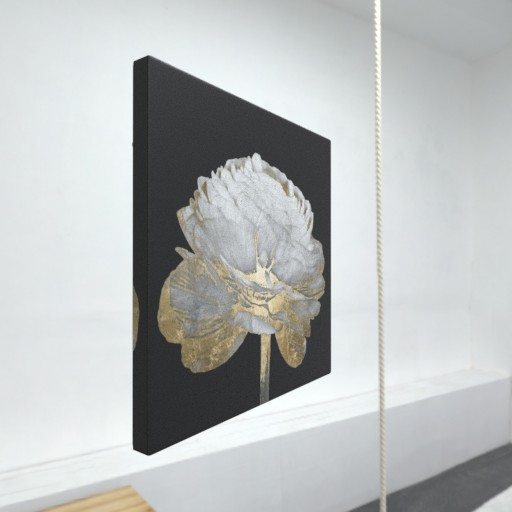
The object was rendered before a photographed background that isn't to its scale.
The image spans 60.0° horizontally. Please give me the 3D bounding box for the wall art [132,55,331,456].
[{"bbox_3d":[0.000,0.000,0.928,0.043,0.611,0.610,0,0,36],"label":"wall art"}]
